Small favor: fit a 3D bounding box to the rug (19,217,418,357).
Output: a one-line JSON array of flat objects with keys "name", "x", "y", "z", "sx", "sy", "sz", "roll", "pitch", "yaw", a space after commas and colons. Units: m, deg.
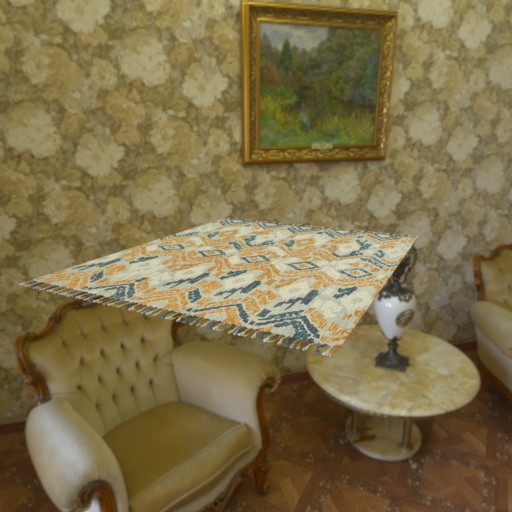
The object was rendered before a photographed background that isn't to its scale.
[{"name": "rug", "x": 0.000, "y": 0.000, "z": 4.081, "sx": 2.439, "sy": 0.010, "sz": 3.048, "roll": 8, "pitch": 17, "yaw": 26}]
